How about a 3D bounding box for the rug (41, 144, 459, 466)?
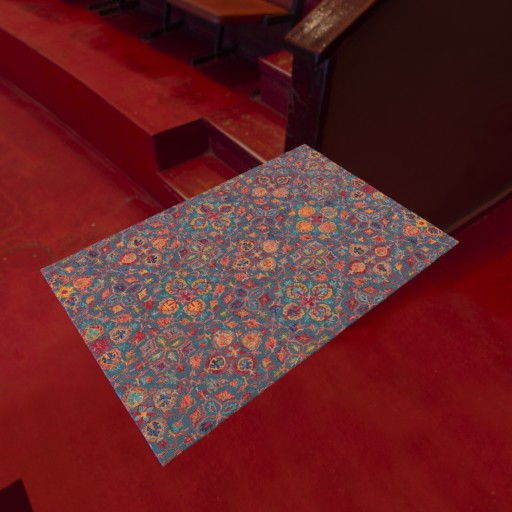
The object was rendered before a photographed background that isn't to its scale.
[{"bbox_3d":[0.000,0.000,2.319,1.836,0.014,1.216,-30,54,-25],"label":"rug"}]
